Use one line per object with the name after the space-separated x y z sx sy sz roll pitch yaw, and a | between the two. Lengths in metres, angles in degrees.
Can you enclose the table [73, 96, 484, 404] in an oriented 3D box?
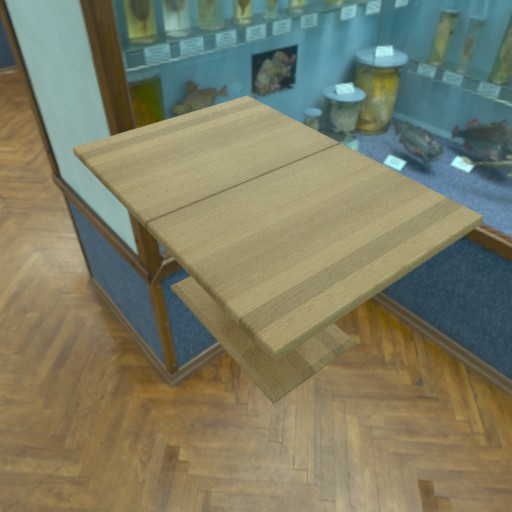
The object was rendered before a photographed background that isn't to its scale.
0.000 0.000 1.887 0.900 0.770 1.300 -27 48 -27 | table
